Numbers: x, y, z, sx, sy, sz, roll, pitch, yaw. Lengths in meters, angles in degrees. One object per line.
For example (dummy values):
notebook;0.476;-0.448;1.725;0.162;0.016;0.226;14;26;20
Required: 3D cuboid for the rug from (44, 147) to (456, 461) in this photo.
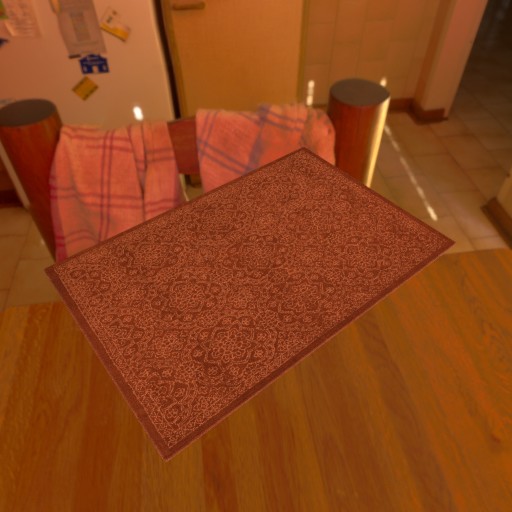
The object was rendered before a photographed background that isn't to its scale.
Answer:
rug;0.000;0.000;2.346;1.829;0.010;1.219;-30;53;-26
